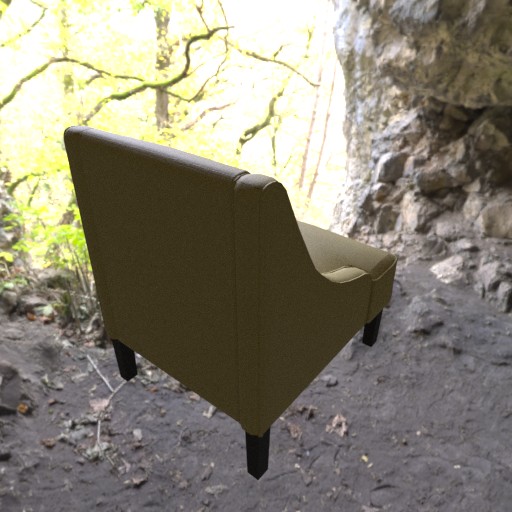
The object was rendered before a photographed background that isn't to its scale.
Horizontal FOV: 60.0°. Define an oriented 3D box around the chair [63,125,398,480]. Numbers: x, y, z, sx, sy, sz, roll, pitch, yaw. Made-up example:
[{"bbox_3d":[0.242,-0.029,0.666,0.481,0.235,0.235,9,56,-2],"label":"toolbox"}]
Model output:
[{"bbox_3d":[0.000,0.000,1.469,0.696,0.896,0.814,22,37,33],"label":"chair"}]
